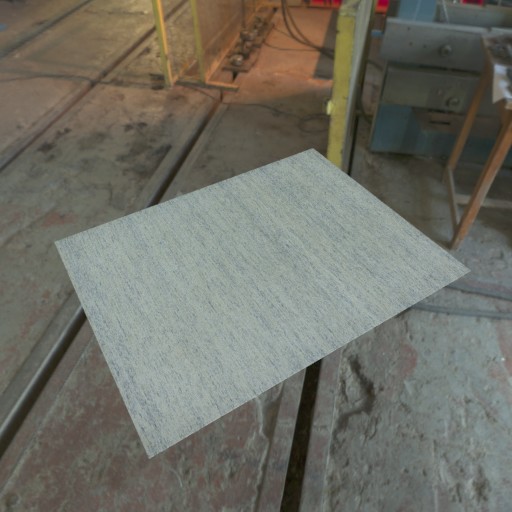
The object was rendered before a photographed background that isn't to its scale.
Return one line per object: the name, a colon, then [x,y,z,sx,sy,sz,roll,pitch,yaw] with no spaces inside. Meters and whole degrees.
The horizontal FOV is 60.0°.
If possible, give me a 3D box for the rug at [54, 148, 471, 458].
rug: [0.000,0.000,4.263,3.197,0.006,2.438,-24,51,-22]
